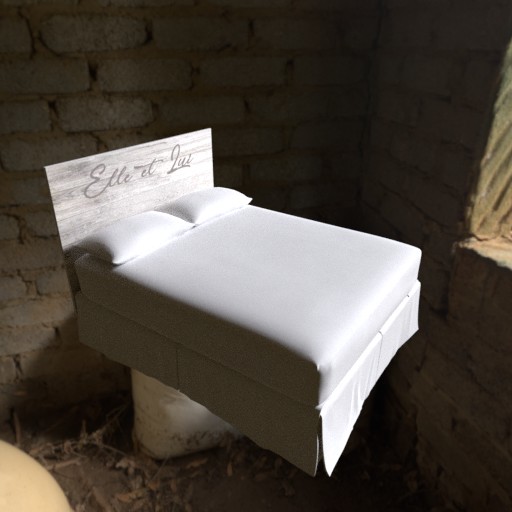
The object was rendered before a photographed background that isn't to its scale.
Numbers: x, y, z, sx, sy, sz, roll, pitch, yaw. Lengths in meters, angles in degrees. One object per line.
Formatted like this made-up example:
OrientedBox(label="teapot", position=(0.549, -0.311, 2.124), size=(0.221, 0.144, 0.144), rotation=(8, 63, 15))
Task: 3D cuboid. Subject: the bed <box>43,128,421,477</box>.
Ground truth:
OrientedBox(label="bed", position=(0.000, 0.000, 3.164), size=(2.094, 1.335, 1.745), rotation=(17, 31, 31))
